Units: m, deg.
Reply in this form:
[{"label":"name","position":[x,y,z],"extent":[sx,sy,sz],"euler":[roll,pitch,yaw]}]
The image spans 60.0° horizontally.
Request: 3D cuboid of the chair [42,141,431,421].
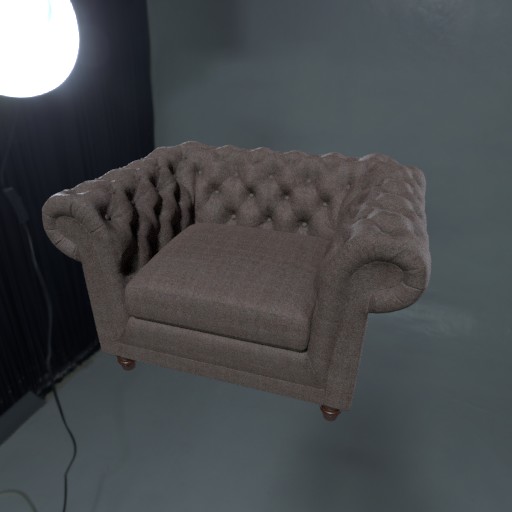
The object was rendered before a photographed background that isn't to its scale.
[{"label":"chair","position":[0.000,0.000,1.873],"extent":[1.298,0.780,0.945],"euler":[9,28,16]}]
